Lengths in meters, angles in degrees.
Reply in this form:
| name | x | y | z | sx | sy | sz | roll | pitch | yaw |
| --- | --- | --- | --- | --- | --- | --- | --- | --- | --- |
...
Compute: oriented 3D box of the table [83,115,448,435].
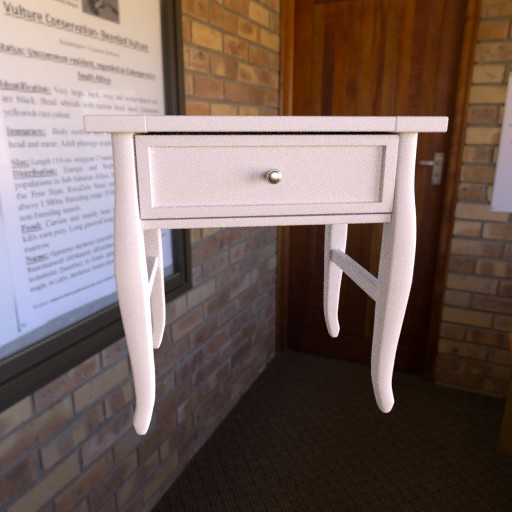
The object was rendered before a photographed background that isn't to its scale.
| name | x | y | z | sx | sy | sz | roll | pitch | yaw |
| --- | --- | --- | --- | --- | --- | --- | --- | --- | --- |
| table | 0.000 | 0.000 | 1.018 | 0.599 | 0.605 | 0.463 | -2 | 16 | -8 |
